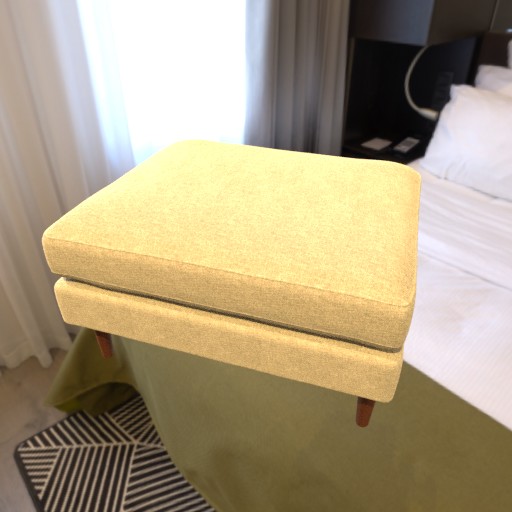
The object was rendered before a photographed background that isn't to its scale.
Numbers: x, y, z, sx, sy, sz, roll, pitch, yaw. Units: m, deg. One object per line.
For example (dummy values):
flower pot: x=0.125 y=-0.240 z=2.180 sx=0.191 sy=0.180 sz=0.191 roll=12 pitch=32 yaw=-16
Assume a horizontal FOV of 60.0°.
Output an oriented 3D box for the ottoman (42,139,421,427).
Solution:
ottoman: x=0.000 y=0.000 z=1.248 sx=0.821 sy=0.474 sz=0.693 roll=10 pitch=34 yaw=15
